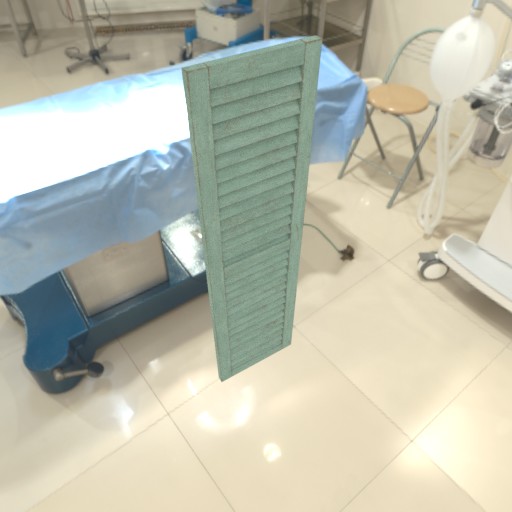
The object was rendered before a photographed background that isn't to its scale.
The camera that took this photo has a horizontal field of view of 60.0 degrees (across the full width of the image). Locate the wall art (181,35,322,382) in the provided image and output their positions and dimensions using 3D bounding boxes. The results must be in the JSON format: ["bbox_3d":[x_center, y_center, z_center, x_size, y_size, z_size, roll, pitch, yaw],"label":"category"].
[{"bbox_3d":[0.000,0.000,1.360,0.329,1.219,0.025,-24,50,-21],"label":"wall art"}]
